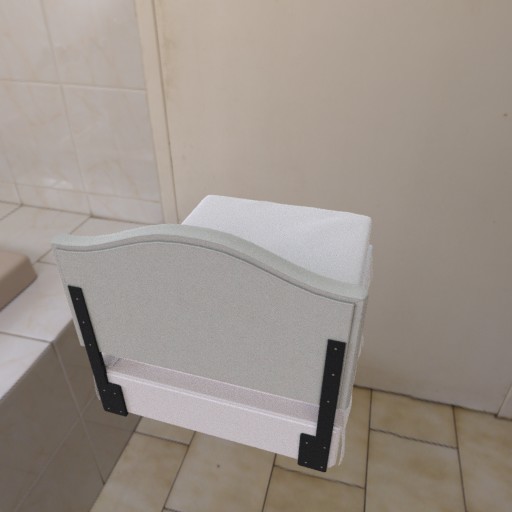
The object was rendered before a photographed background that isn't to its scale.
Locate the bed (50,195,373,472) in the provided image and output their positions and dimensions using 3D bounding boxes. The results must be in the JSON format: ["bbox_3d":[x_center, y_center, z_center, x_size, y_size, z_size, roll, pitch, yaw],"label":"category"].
[{"bbox_3d":[0.000,0.000,3.418,1.813,1.607,2.180,10,35,14],"label":"bed"}]
